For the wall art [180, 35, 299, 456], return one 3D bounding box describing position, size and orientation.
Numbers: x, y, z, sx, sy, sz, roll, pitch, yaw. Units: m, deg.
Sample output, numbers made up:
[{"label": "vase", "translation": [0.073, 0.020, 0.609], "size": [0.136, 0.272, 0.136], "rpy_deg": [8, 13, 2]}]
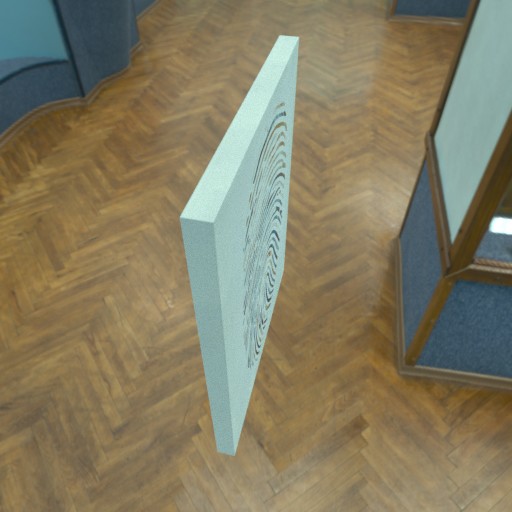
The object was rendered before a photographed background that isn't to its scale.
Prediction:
[{"label": "wall art", "translation": [0.000, 0.000, 0.826], "size": [0.037, 0.606, 0.508], "rpy_deg": [10, 46, 9]}]
